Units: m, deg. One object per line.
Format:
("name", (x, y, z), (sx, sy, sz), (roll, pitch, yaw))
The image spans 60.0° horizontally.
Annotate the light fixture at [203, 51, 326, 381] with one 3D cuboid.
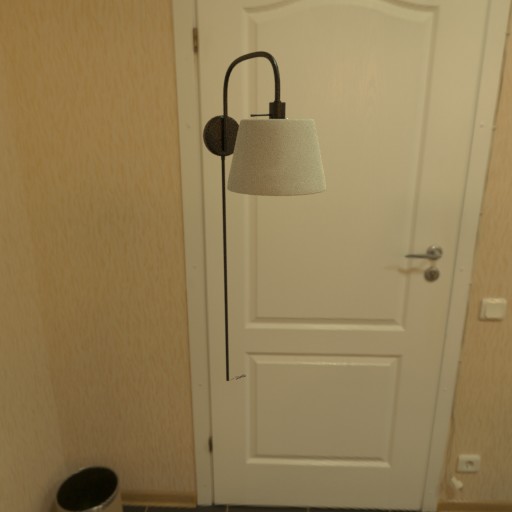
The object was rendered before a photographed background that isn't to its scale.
("light fixture", (0.000, 0.000, 0.472), (0.092, 0.399, 0.176), (-8, 19, -26))
